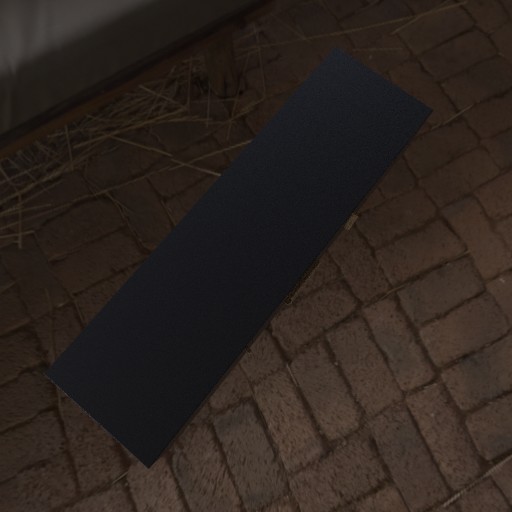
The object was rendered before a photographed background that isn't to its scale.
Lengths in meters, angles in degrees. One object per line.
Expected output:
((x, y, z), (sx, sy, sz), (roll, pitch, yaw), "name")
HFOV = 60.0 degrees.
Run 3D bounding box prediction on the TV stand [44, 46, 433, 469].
((0.000, 0.000, 1.523), (0.390, 0.518, 1.312), (38, 79, 9), "TV stand")
